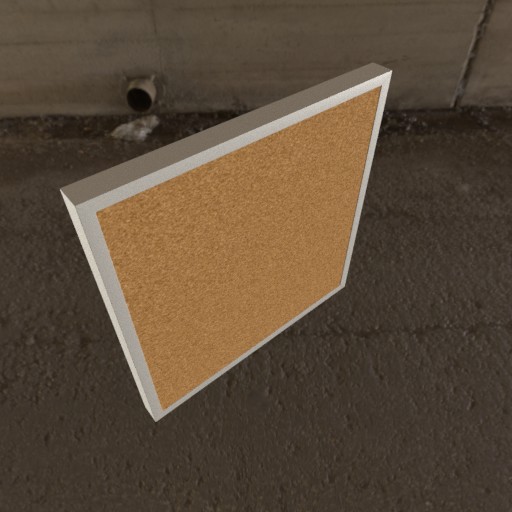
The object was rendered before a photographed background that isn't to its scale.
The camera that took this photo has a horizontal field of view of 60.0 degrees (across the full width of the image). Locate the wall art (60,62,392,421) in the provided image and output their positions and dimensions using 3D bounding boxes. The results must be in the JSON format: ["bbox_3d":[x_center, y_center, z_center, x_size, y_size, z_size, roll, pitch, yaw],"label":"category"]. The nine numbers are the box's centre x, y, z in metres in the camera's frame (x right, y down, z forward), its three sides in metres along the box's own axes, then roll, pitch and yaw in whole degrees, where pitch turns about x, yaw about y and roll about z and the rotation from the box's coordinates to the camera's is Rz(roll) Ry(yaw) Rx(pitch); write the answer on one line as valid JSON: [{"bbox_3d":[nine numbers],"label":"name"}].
[{"bbox_3d":[0.000,0.000,0.750,0.506,0.505,0.038,-31,53,-26],"label":"wall art"}]
